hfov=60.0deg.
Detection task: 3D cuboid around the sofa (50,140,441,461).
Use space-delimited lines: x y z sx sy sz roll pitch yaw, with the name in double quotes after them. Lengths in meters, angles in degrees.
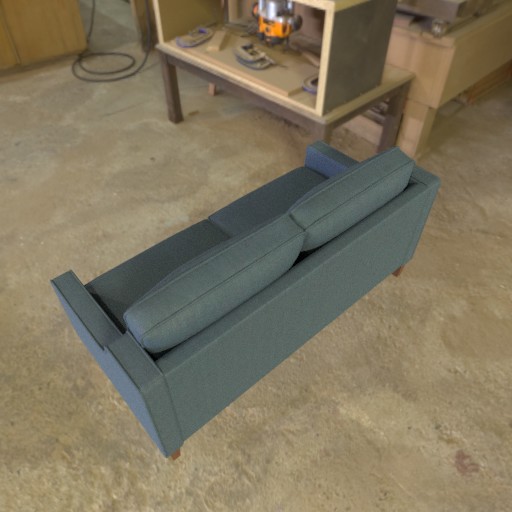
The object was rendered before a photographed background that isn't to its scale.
0.000 0.000 2.808 2.178 1.071 1.066 -32 54 -27 "sofa"
